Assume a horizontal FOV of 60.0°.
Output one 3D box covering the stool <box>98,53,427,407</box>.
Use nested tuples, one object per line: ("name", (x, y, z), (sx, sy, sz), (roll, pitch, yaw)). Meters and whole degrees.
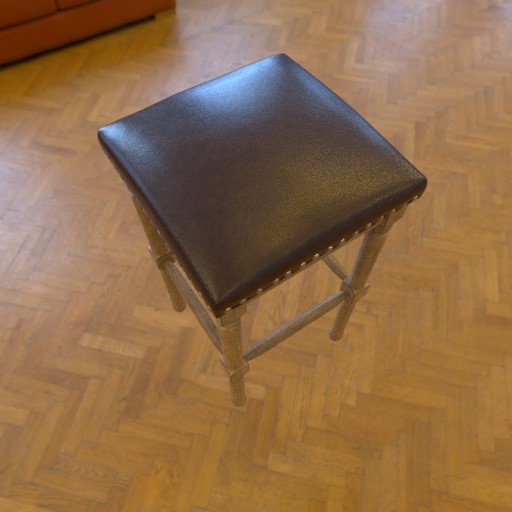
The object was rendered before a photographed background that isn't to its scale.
("stool", (0.000, 0.000, 0.949), (0.382, 0.702, 0.383), (-30, 63, -17))
